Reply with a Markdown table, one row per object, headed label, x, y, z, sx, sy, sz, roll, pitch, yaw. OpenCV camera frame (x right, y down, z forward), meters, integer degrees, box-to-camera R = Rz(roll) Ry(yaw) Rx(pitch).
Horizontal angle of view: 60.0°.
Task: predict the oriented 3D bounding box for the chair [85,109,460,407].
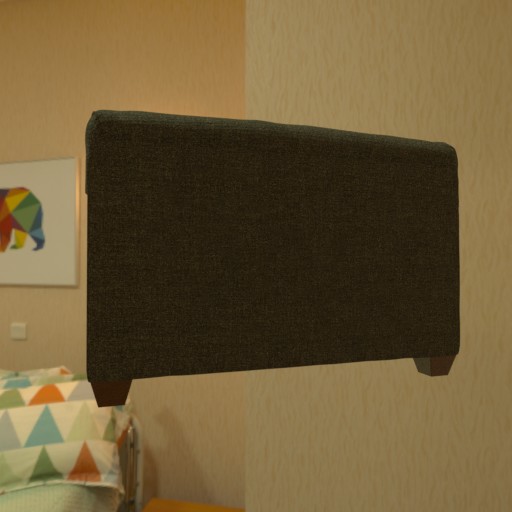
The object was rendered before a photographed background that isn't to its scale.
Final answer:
| label | x | y | z | sx | sy | sz | roll | pitch | yaw |
| --- | --- | --- | --- | --- | --- | --- | --- | --- | --- |
| chair | 0.000 | 0.000 | 1.983 | 1.383 | 0.948 | 1.000 | 0 | -1 | -18 |
